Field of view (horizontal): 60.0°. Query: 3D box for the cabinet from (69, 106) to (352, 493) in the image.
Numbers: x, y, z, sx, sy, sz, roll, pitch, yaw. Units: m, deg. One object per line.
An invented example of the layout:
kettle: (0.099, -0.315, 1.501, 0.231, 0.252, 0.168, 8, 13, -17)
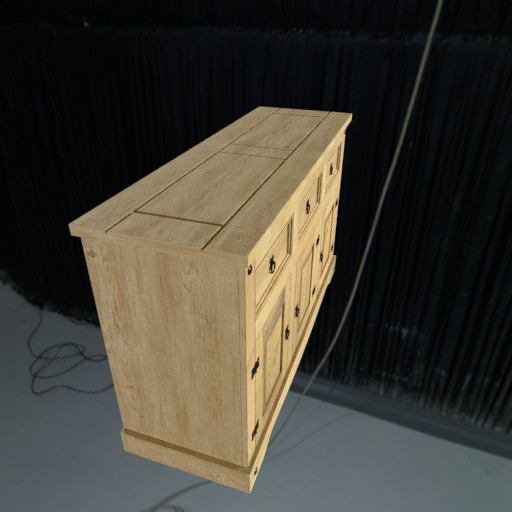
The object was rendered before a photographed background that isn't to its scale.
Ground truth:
cabinet: (0.000, 0.000, 1.681, 0.432, 0.810, 1.321, 10, 32, 17)
